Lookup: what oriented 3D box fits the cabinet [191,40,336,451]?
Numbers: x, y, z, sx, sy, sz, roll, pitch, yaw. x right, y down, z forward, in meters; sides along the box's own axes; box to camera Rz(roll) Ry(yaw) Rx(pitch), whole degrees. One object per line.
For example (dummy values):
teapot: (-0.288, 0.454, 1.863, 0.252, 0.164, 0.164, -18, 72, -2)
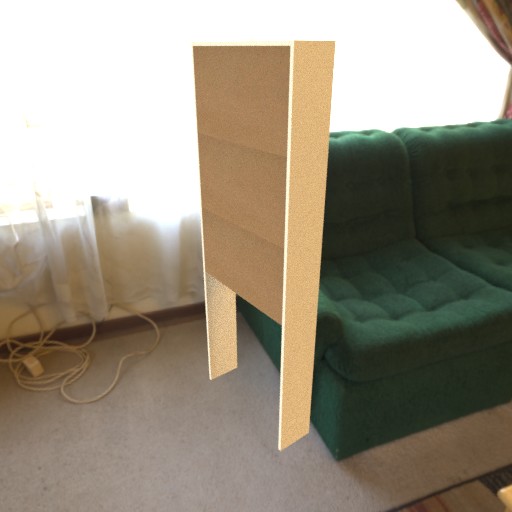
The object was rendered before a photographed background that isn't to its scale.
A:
cabinet: (0.000, 0.000, 2.029, 0.192, 1.770, 0.643, -18, 31, -33)
